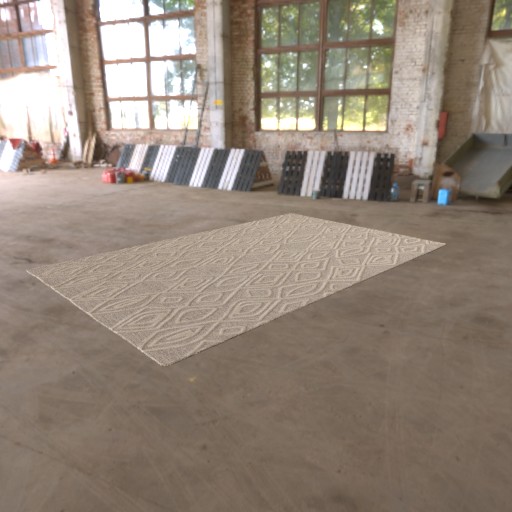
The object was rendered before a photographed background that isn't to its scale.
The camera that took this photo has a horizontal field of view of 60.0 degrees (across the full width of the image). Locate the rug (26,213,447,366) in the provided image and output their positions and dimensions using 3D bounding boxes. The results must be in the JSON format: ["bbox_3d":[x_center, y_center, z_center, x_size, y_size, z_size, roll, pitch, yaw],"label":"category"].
[{"bbox_3d":[0.000,0.000,2.987,2.442,0.010,1.546,-16,23,-42],"label":"rug"}]
